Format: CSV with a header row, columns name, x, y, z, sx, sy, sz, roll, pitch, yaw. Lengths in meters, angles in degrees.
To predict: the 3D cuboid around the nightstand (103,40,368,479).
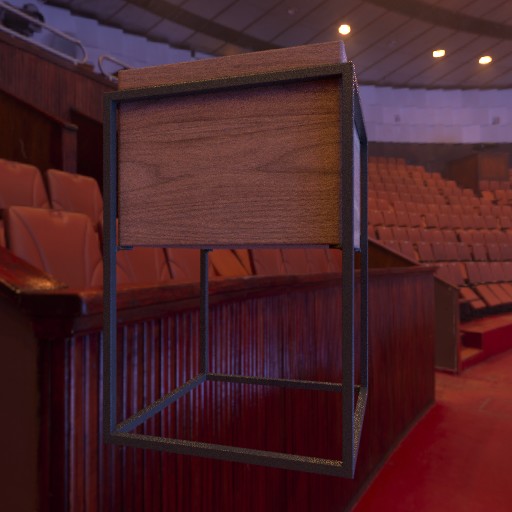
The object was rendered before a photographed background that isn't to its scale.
name,x,y,z,sx,sy,sz,roll,pitch,yaw
nightstand,0.000,0.000,0.849,0.397,0.607,0.397,0,0,17
